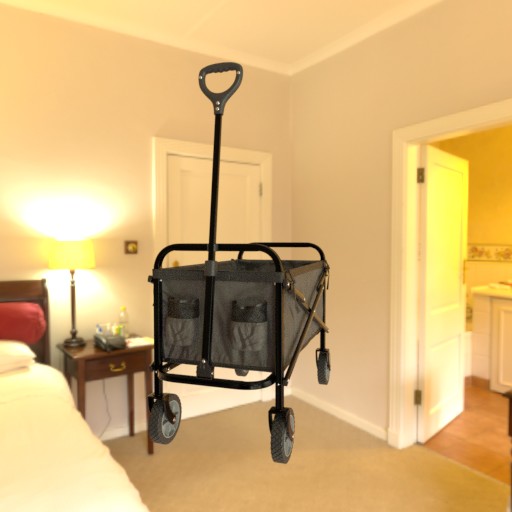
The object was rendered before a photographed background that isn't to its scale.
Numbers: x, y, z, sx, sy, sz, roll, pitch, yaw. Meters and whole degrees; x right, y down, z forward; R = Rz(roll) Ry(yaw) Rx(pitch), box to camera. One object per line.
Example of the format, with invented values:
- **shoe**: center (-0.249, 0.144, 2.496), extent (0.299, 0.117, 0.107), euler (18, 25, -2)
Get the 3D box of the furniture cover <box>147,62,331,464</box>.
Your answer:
- **furniture cover**: center (0.000, 0.000, 1.832), extent (0.532, 1.295, 1.038), euler (1, 2, 18)
